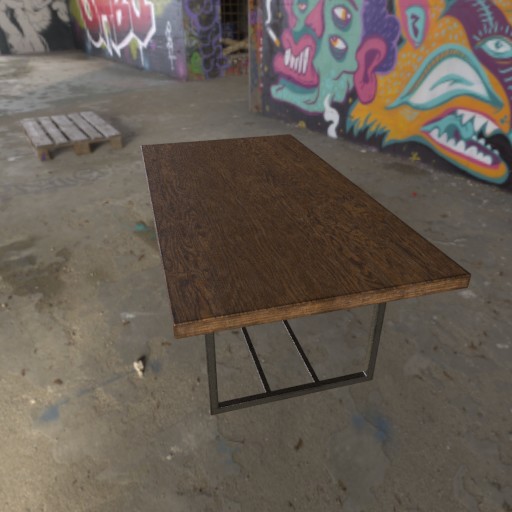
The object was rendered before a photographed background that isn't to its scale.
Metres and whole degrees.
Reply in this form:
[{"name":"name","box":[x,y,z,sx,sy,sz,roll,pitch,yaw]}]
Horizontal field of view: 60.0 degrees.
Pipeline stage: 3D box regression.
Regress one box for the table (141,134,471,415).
[{"name":"table","box":[0.000,0.000,2.510,1.078,0.795,1.989,-8,31,-13]}]
